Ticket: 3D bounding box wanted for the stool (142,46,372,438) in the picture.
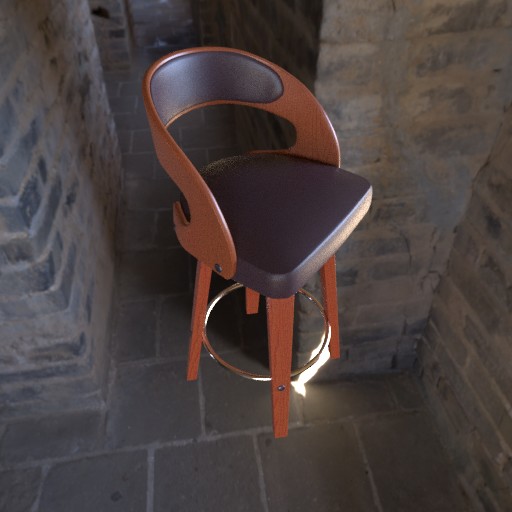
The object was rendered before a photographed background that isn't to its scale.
[{"bbox_3d":[0.000,0.000,1.168,0.457,0.940,0.457,25,47,25],"label":"stool"}]
